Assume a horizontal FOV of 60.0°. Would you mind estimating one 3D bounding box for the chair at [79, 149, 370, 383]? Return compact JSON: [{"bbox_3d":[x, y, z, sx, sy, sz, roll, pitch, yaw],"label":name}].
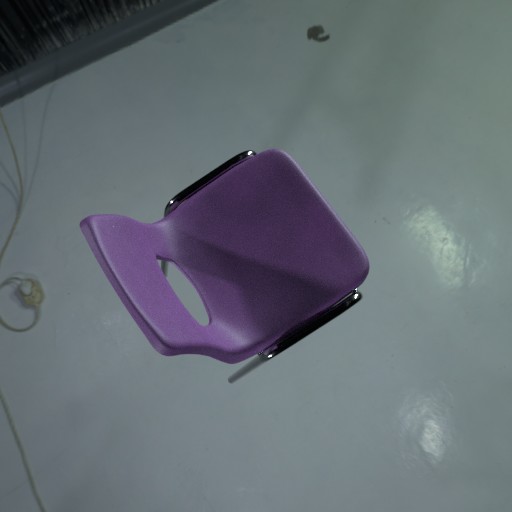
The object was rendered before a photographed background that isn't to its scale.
[{"bbox_3d":[0.000,0.000,0.892,0.432,0.654,0.381,-33,78,-8],"label":"chair"}]
